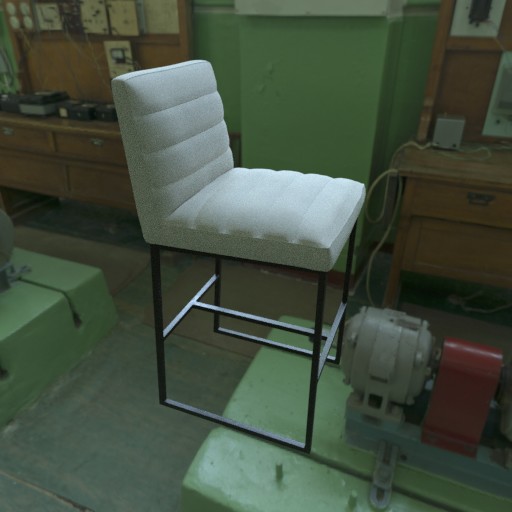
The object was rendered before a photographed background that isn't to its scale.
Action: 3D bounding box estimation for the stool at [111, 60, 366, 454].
[{"bbox_3d":[0.000,0.000,1.365,0.573,1.061,0.464,11,31,19],"label":"stool"}]
